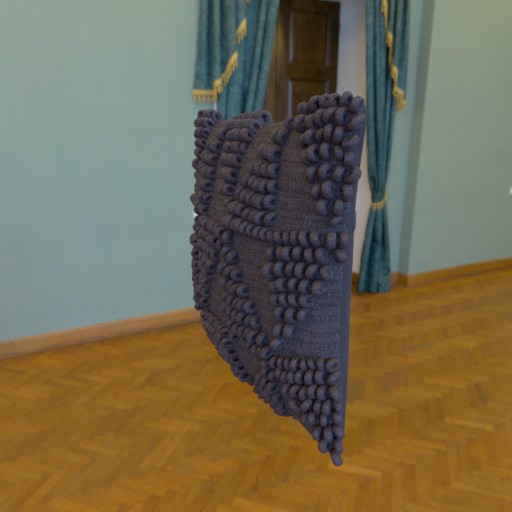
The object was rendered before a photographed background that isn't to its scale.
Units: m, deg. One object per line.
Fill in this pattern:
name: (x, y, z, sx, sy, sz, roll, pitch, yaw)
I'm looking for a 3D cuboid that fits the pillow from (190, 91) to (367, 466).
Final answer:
pillow: (0.000, 0.000, 0.711, 0.172, 0.467, 0.470, -8, 17, -26)
